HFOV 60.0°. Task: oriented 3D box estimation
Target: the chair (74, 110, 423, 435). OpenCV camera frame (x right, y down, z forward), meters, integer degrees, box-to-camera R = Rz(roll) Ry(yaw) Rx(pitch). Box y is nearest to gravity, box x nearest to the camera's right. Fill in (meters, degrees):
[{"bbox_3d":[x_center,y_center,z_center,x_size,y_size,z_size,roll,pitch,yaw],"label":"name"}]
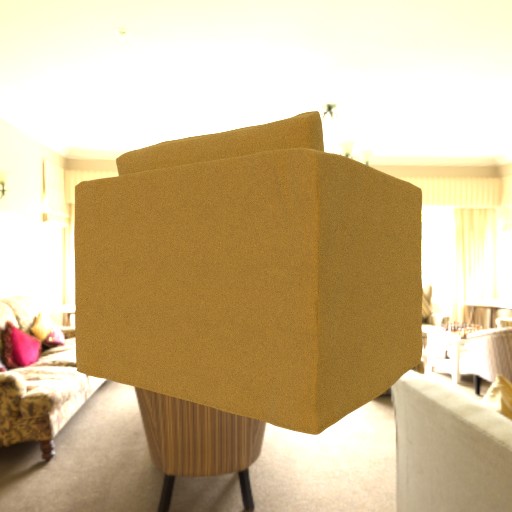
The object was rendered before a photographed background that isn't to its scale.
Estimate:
[{"bbox_3d":[0.000,0.000,1.732,1.057,0.863,0.949,0,1,36],"label":"chair"}]
